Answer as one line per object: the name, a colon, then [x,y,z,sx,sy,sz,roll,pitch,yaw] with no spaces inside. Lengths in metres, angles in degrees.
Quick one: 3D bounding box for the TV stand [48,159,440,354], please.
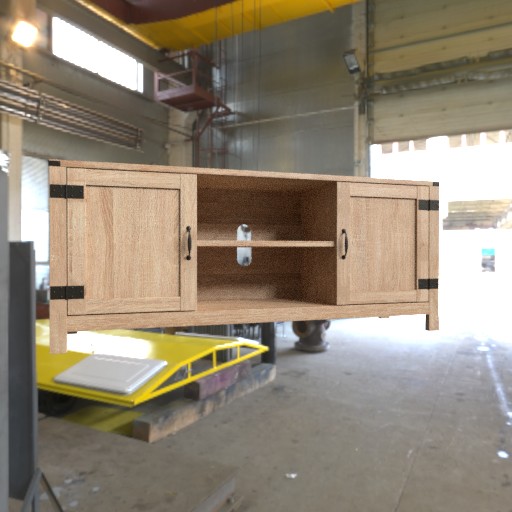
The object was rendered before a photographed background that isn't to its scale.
TV stand: [0.000,0.000,1.768,1.466,0.610,0.398,0,0,-17]
